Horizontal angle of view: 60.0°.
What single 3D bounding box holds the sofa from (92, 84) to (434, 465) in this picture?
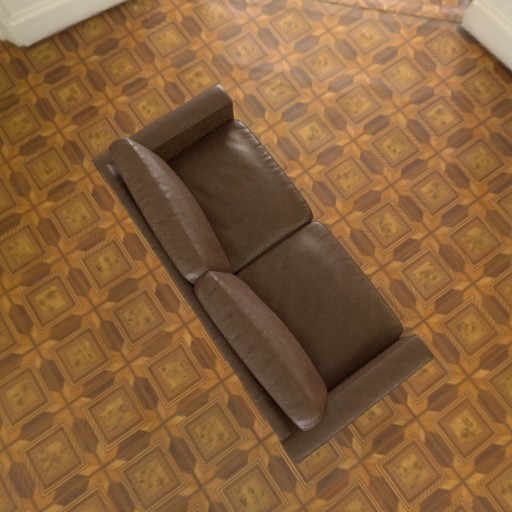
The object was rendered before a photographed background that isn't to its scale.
[{"bbox_3d":[0.000,0.000,2.757,1.016,0.873,2.179,-34,78,-8],"label":"sofa"}]
